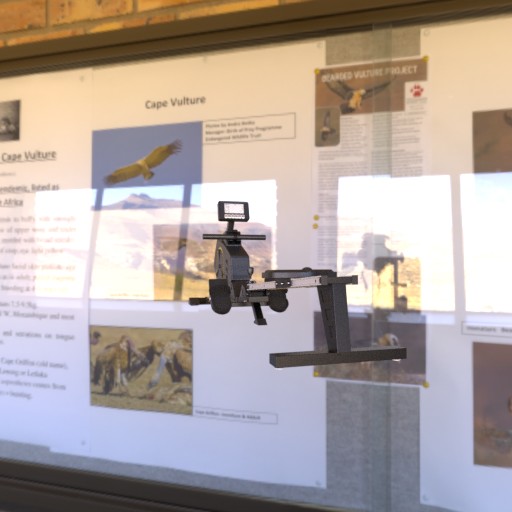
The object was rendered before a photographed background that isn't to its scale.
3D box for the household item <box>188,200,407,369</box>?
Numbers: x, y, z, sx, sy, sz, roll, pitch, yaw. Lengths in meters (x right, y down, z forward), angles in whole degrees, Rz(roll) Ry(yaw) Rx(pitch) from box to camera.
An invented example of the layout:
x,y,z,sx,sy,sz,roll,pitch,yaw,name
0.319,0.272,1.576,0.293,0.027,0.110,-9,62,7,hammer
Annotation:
x,y,z,sx,sy,sz,roll,pitch,yaw,name
0.000,0.000,2.683,0.521,0.810,2.251,0,0,-16,household item
